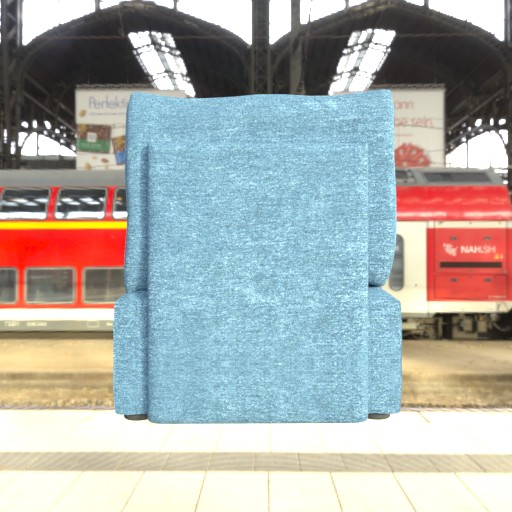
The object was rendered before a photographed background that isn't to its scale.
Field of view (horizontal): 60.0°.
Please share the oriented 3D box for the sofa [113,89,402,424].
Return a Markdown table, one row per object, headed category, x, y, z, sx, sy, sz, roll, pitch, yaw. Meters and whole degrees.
| category | x | y | z | sx | sy | sz | roll | pitch | yaw |
| --- | --- | --- | --- | --- | --- | --- | --- | --- | --- |
| sofa | 0.000 | 0.000 | 1.535 | 0.700 | 0.820 | 1.000 | 0 | -1 | -1 |
